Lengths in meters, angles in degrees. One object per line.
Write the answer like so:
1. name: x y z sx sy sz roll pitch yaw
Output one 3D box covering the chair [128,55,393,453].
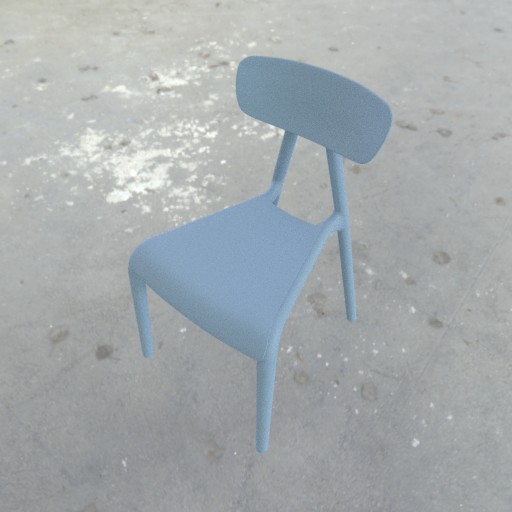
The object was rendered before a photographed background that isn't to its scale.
1. chair: 0.000 0.000 0.831 0.356 0.580 0.401 31 55 25
